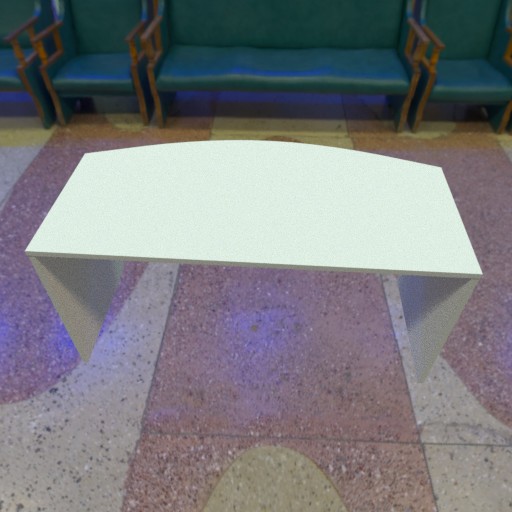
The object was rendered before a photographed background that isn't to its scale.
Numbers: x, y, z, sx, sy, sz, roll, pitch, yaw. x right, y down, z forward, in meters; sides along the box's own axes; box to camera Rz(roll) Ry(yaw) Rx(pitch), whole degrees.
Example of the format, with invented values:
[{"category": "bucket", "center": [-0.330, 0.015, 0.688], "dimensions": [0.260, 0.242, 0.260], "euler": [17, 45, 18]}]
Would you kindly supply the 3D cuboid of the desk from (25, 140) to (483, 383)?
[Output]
[{"category": "desk", "center": [0.000, 0.000, 2.092], "dimensions": [1.600, 0.750, 0.802], "euler": [3, 46, 3]}]
